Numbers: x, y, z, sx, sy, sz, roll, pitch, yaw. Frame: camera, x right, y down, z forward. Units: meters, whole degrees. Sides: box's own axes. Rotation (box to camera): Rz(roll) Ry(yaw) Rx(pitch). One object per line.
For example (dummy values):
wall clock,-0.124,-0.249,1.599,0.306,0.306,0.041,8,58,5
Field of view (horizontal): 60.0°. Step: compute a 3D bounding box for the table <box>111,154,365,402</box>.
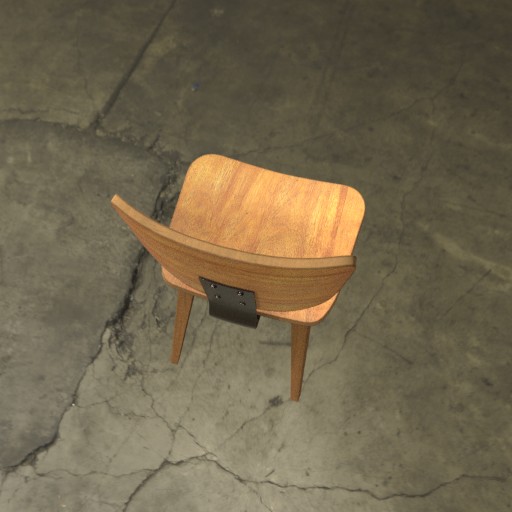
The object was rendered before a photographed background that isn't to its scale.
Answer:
table,0.000,0.000,1.136,0.499,0.805,0.500,15,64,7
